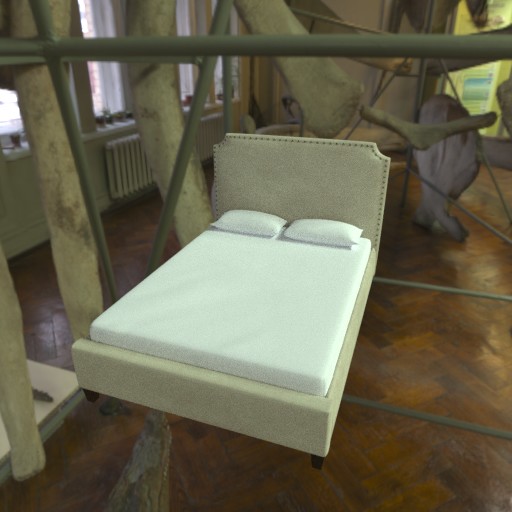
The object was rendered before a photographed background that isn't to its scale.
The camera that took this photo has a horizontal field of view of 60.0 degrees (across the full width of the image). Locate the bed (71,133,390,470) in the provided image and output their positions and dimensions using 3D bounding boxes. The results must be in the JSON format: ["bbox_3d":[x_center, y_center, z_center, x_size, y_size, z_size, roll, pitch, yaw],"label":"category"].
[{"bbox_3d":[0.000,0.000,3.464,1.712,1.443,2.372,9,27,18],"label":"bed"}]
